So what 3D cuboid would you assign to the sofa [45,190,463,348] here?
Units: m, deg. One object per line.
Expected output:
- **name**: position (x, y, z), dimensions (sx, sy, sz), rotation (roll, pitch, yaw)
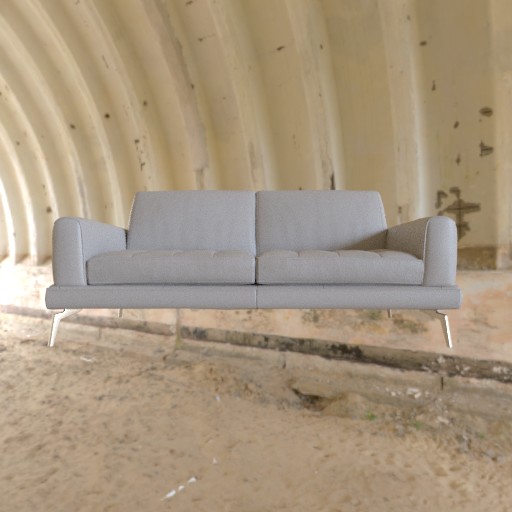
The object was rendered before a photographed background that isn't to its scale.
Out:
- **sofa**: position (0.000, 0.000, 2.787), dimensions (2.177, 0.930, 1.121), rotation (0, 0, 1)
